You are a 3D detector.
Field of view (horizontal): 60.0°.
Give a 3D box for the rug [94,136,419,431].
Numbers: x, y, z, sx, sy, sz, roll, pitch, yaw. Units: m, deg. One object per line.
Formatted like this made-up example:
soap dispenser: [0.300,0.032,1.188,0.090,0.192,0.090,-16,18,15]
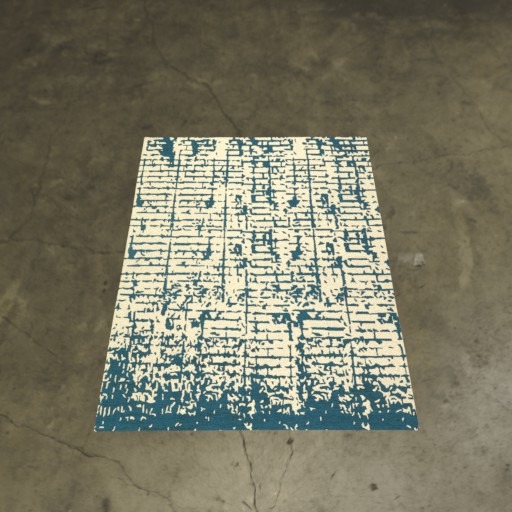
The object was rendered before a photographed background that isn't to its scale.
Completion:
rug: [0.000,0.000,4.059,2.416,0.014,3.017,0,59,0]
